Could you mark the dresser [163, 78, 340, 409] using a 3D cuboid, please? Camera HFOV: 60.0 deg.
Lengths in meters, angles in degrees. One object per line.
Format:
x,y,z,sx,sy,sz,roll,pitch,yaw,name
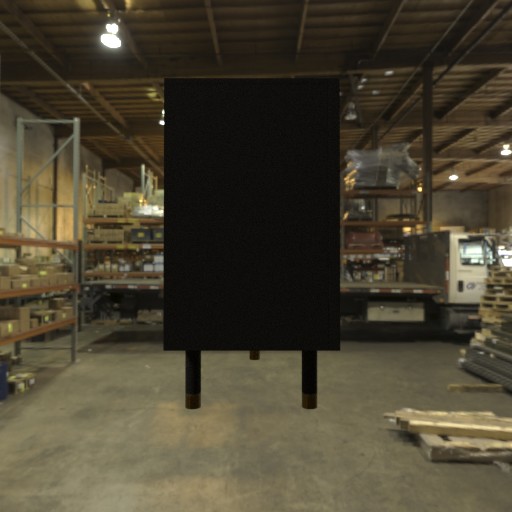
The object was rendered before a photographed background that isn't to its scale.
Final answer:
0.000,0.000,1.881,0.463,0.872,1.558,0,-1,0,dresser
